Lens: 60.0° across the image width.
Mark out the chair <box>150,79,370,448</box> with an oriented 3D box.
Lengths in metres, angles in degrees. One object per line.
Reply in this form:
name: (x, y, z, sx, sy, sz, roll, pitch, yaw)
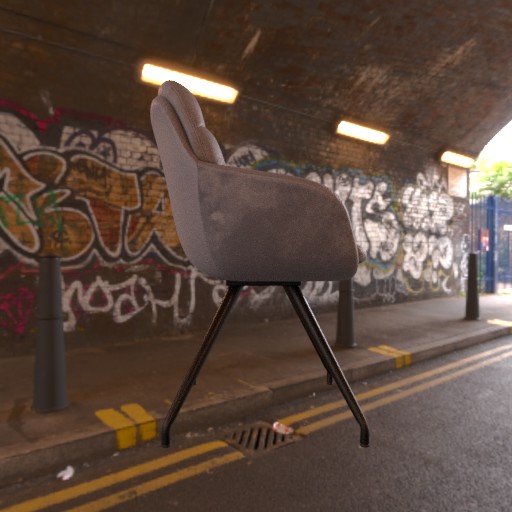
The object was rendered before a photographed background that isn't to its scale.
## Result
chair: (0.000, 0.000, 1.277, 0.569, 0.888, 0.579, 0, 1, 0)
